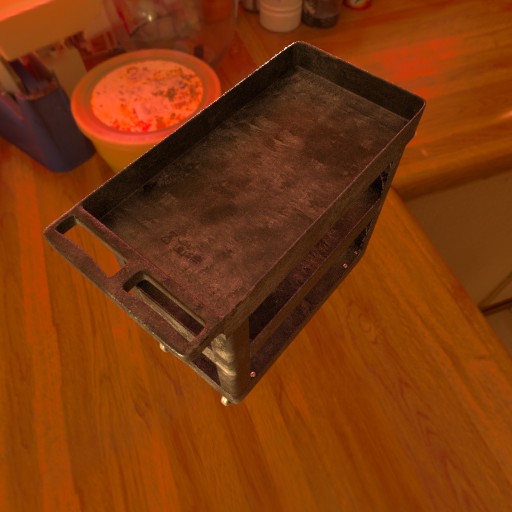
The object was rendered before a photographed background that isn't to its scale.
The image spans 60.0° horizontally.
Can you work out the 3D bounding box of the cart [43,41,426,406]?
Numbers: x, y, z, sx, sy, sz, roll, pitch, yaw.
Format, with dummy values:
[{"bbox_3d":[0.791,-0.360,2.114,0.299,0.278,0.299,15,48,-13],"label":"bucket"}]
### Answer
[{"bbox_3d":[0.000,0.000,1.355,0.420,0.824,0.877,35,64,20],"label":"cart"}]
